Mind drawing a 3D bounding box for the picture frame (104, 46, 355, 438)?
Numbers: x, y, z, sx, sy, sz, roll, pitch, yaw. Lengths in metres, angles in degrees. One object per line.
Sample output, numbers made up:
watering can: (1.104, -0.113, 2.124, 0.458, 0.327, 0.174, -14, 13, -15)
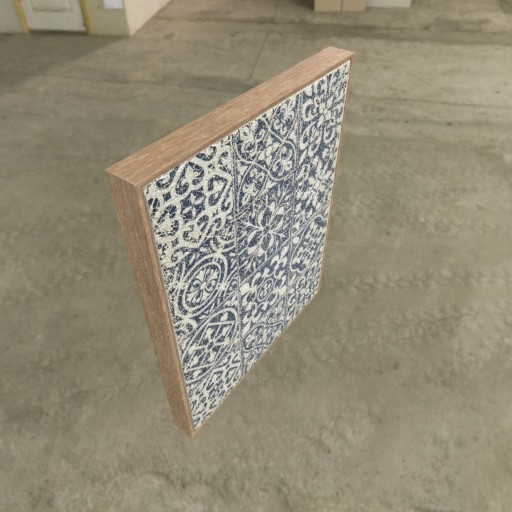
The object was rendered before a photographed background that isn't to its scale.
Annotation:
picture frame: (0.000, 0.000, 0.718, 0.043, 0.526, 0.424, 27, 50, 26)
